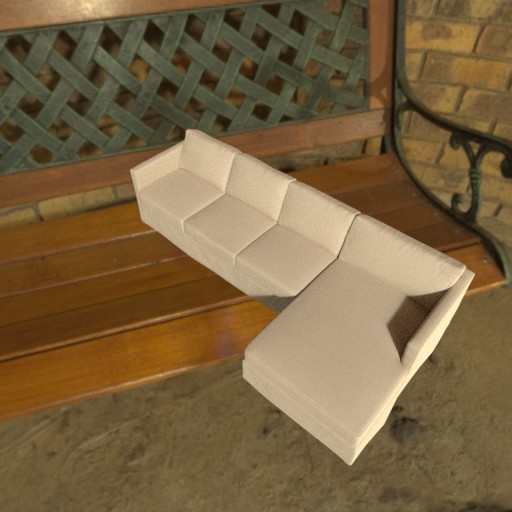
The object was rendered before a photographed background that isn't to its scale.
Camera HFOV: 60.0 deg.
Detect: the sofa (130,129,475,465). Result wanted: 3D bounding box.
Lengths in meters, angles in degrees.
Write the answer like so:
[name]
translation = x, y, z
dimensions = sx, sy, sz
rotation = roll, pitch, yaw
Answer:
[sofa]
translation = 0.000, 0.000, 3.932
dimensions = 3.206, 0.871, 1.622
rotation = 32, 54, 28
